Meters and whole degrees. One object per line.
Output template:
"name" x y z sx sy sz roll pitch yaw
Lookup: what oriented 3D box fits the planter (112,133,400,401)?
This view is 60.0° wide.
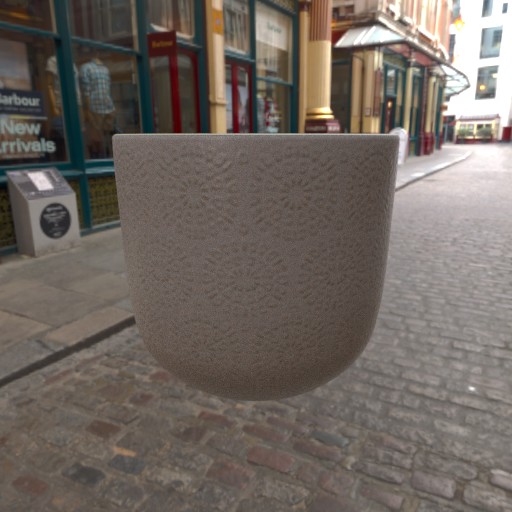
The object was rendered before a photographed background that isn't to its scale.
"planter" 0.000 0.000 0.359 0.208 0.190 0.208 0 15 0
